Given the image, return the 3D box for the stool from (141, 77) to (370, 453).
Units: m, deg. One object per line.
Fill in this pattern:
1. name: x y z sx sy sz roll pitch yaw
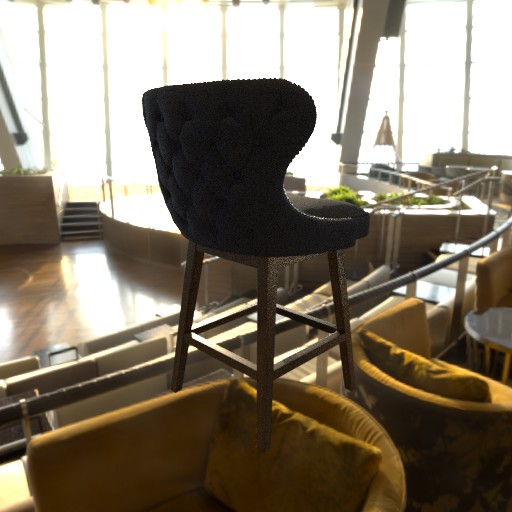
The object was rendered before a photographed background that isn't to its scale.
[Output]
1. stool: 0.000 0.000 1.383 0.615 0.972 0.597 15 21 43
